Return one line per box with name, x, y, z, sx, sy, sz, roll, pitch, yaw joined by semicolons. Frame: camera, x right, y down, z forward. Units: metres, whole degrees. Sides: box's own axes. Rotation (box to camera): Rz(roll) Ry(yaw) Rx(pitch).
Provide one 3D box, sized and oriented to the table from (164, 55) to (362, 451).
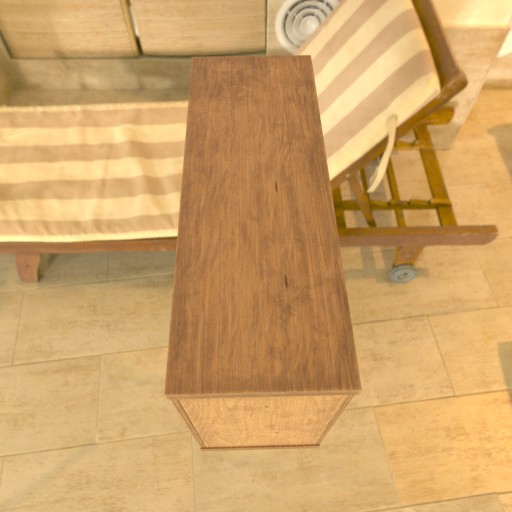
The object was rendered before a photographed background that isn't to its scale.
table;0.000;0.000;1.550;0.410;0.771;1.151;-1;58;-1
